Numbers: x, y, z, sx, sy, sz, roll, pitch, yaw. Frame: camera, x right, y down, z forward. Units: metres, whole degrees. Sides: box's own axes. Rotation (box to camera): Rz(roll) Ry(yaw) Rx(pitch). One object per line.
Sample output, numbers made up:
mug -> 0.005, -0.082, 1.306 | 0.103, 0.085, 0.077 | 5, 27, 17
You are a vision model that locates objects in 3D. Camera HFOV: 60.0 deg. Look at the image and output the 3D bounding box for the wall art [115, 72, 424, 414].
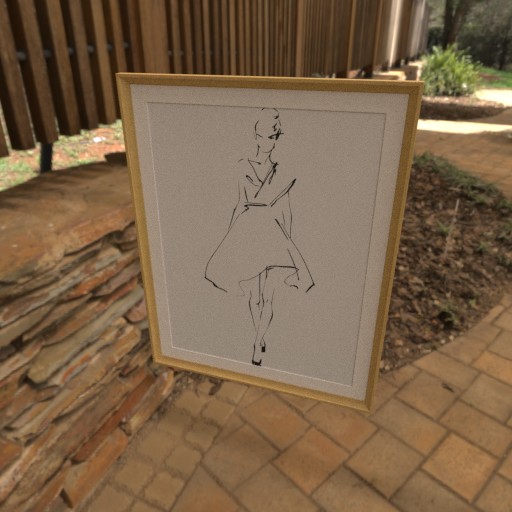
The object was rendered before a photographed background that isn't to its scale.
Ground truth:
wall art -> 0.000, 0.000, 1.332 | 0.798, 1.002, 0.030 | 8, 28, 16
